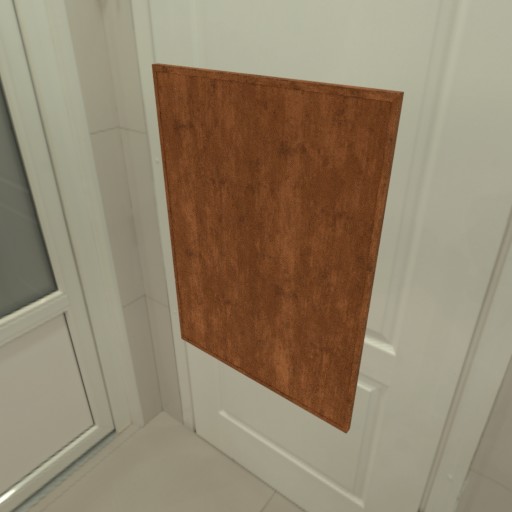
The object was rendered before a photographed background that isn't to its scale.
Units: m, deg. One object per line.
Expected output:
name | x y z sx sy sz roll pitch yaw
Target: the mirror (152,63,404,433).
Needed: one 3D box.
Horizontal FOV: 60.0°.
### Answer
mirror | 0.000 0.000 1.442 0.796 1.099 0.028 21 36 32
